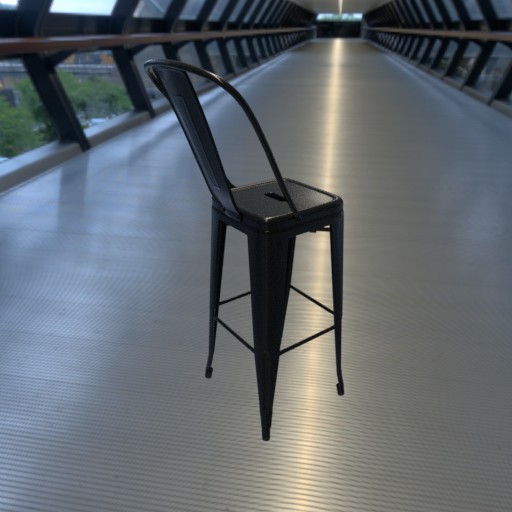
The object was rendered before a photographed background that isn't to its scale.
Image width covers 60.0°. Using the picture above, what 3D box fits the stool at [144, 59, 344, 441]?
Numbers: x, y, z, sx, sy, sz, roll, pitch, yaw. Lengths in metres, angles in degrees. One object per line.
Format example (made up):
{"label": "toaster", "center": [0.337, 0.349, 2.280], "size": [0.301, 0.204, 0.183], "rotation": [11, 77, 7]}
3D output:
{"label": "stool", "center": [0.000, 0.000, 1.335], "size": [0.513, 1.096, 0.399], "rotation": [-18, 31, -32]}
